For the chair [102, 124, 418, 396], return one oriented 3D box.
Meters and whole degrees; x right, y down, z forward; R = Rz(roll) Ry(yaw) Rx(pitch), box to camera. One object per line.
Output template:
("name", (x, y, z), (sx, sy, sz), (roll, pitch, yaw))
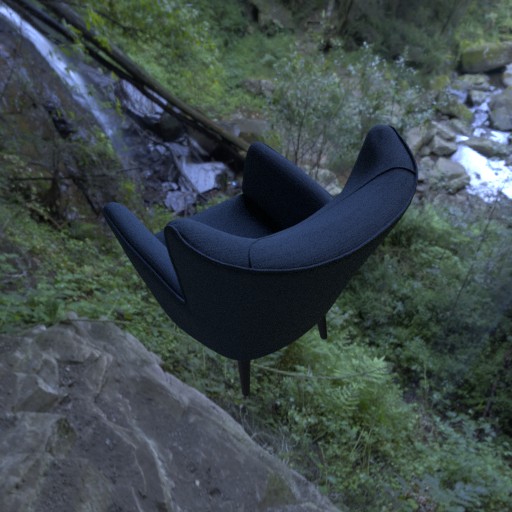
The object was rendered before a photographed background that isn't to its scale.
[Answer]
("chair", (0.000, 0.000, 1.603), (0.781, 0.933, 0.888), (-29, 52, -26))
